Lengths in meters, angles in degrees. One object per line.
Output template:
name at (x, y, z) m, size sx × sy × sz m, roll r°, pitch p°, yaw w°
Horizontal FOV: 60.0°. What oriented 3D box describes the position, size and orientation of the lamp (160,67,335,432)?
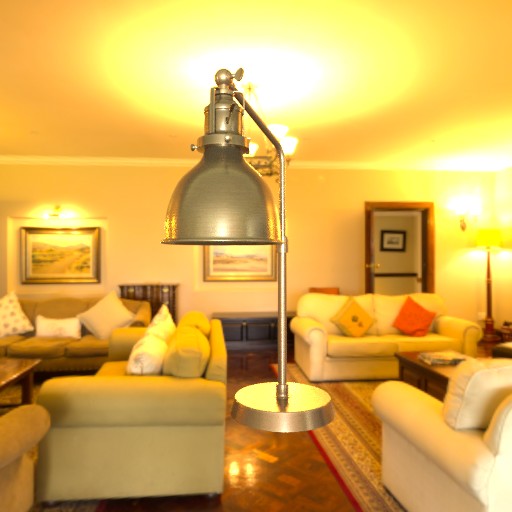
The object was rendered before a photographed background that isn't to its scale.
lamp at (0.000, 0.000, 0.595) m, size 0.153 × 0.456 × 0.286 m, roll 0°, pitch 0°, yaw 36°
